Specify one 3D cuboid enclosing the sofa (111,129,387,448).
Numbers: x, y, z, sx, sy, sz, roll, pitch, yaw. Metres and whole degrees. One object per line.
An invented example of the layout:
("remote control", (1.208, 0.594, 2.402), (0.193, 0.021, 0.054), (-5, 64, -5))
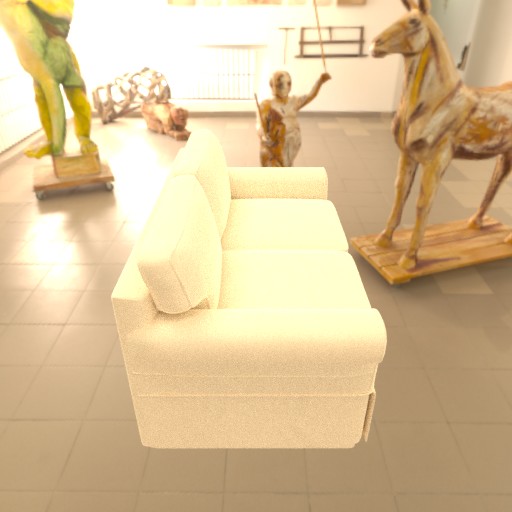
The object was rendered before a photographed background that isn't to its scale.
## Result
("sofa", (0.000, 0.000, 2.352), (0.991, 0.940, 1.727), (0, 31, 0))
